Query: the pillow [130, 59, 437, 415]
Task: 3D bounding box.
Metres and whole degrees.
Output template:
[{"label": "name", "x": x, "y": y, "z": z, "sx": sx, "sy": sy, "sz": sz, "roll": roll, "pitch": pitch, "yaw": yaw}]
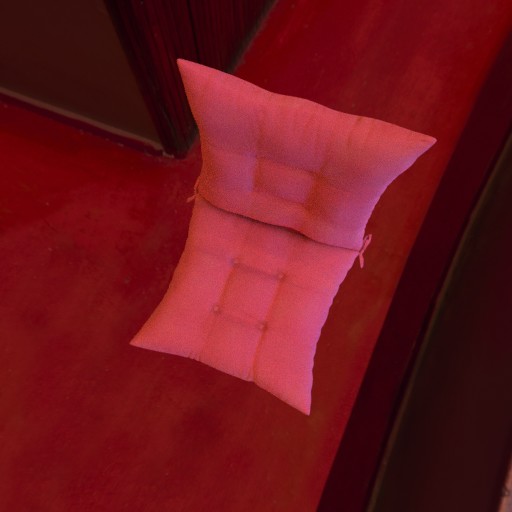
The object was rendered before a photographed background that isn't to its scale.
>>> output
[{"label": "pillow", "x": 0.000, "y": 0.000, "z": 1.010, "sx": 0.541, "sy": 0.536, "sz": 0.585, "roll": 20, "pitch": 76, "yaw": 5}]
